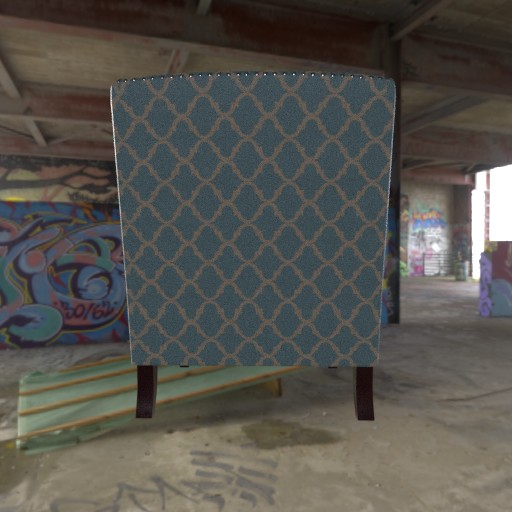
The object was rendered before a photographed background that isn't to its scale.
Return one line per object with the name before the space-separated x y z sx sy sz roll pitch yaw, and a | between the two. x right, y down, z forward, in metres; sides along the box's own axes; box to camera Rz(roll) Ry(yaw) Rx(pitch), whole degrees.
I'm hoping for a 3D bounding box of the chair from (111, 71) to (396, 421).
chair | 0.000 0.000 1.293 0.617 0.817 0.686 0 1 1
